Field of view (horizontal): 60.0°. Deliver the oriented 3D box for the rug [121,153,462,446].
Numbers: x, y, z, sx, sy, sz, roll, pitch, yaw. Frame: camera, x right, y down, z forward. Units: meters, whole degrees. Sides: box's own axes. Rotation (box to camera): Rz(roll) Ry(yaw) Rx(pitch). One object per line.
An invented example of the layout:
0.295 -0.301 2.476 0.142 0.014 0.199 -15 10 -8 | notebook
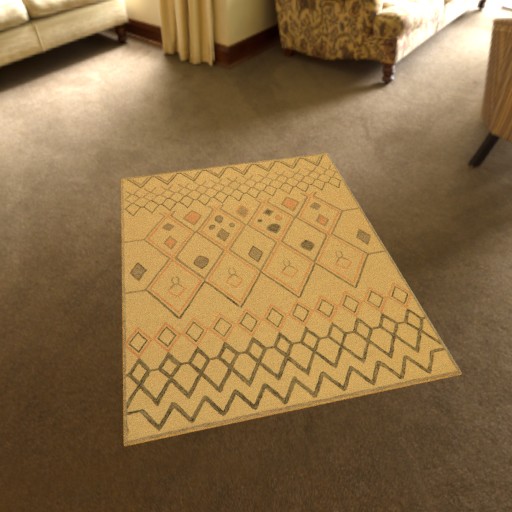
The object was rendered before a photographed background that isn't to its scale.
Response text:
0.000 0.000 4.127 2.441 0.016 3.050 -9 46 -9 | rug
